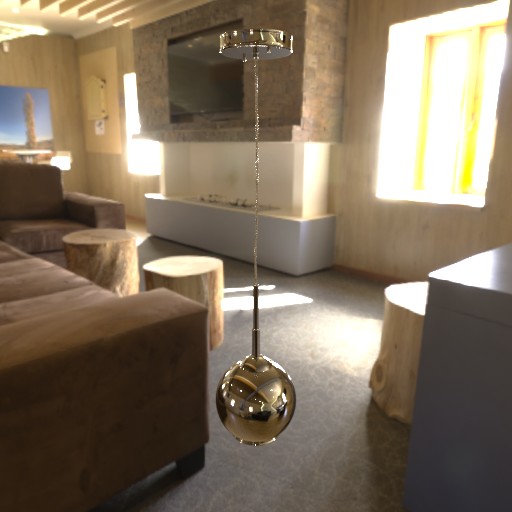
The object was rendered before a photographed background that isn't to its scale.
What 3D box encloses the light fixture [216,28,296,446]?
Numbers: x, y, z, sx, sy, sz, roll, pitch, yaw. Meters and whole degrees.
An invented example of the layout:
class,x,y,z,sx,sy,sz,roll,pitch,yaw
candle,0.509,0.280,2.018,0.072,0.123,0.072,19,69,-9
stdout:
class,x,y,z,sx,sy,sz,roll,pitch,yaw
light fixture,0.000,0.000,1.702,0.336,1.538,0.336,-7,16,-27
